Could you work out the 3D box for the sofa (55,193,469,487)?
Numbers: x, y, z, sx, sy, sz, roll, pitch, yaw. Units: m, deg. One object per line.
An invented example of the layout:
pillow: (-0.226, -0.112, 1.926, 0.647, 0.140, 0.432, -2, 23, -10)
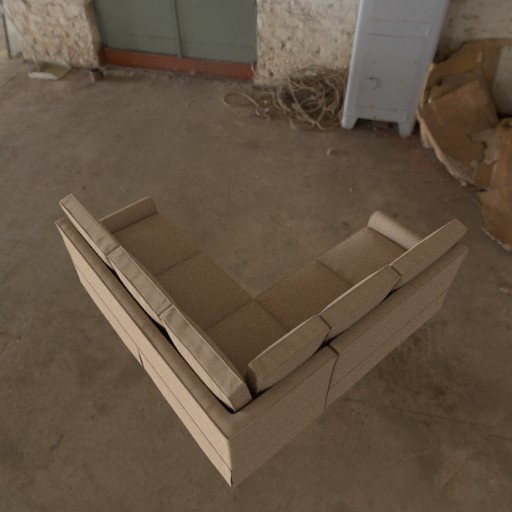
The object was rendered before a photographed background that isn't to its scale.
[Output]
sofa: (0.000, 0.000, 4.261, 2.730, 1.124, 2.733, -31, 53, -27)
